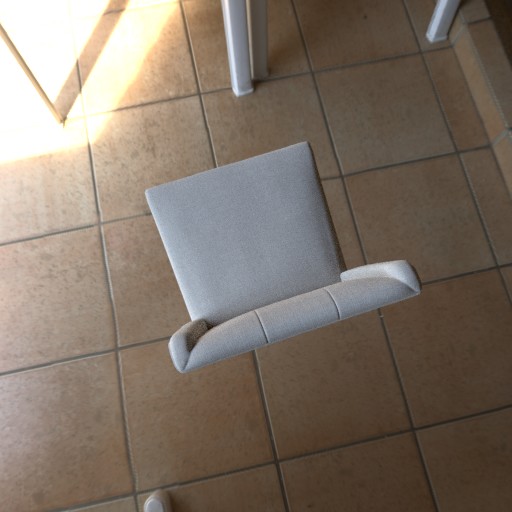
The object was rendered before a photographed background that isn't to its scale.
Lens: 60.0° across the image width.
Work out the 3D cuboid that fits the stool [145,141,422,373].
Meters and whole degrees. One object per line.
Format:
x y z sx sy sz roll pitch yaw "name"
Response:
0.000 0.000 1.230 0.474 0.939 0.509 -18 77 -4 "stool"
